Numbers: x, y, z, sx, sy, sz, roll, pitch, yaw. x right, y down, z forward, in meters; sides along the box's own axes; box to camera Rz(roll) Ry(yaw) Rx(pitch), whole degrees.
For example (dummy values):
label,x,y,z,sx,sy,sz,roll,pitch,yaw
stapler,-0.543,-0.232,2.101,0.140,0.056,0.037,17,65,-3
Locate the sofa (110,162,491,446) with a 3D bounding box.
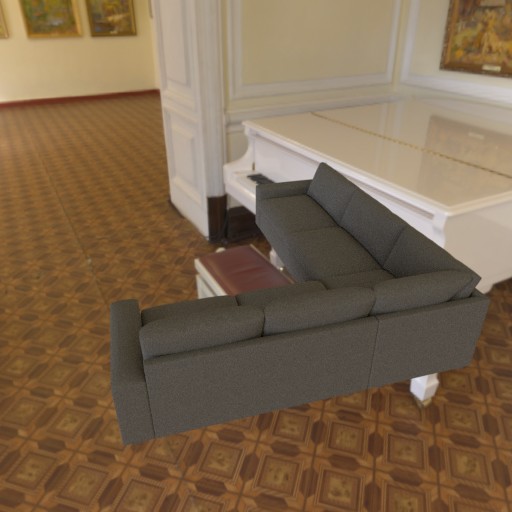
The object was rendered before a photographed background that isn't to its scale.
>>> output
label,x,y,z,sx,sy,sz,roll,pitch,yaw
sofa,0.000,0.000,4.627,2.895,0.965,3.277,-8,31,-14
